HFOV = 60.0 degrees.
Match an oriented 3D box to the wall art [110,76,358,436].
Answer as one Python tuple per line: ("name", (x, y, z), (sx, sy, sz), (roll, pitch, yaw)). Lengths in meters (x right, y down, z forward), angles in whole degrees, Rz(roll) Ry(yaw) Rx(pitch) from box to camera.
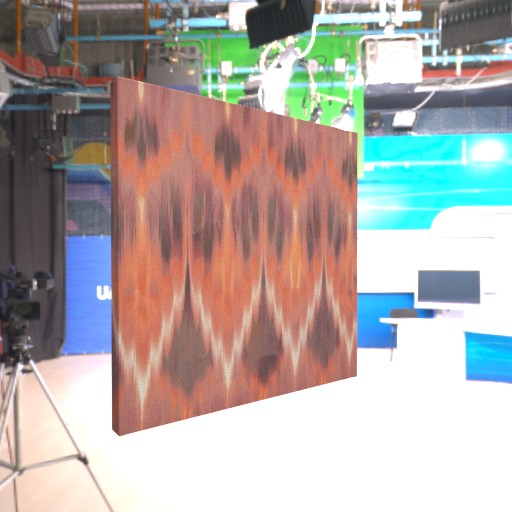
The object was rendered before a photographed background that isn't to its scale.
("wall art", (0.000, 0.000, 0.939), (0.603, 0.609, 0.037), (-1, 1, -36))
